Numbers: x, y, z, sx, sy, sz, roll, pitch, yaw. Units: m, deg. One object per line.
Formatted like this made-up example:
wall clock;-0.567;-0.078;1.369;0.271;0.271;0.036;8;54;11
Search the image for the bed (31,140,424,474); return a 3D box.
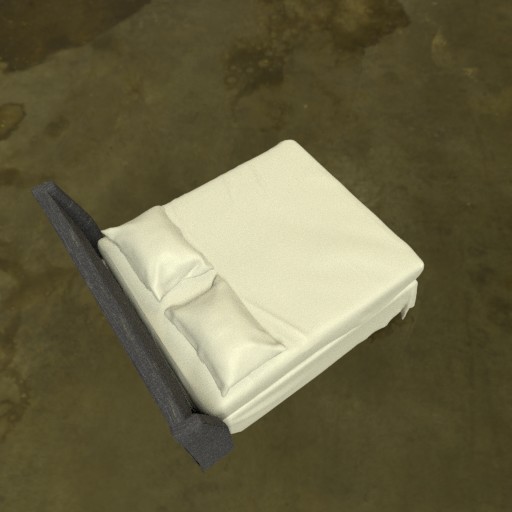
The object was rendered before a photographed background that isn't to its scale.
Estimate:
bed;0.000;0.000;3.357;2.276;1.332;1.925;-31;63;-18
